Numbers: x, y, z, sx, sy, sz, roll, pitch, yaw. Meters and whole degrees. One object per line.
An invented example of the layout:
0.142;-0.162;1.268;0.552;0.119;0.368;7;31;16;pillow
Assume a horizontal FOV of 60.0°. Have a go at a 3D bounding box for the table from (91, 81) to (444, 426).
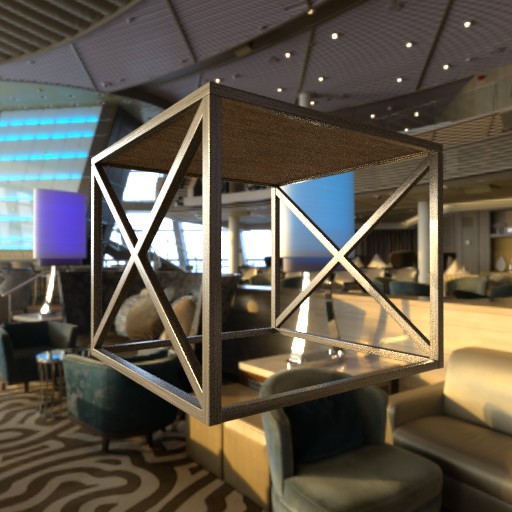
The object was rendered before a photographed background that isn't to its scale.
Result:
0.000;0.000;1.075;0.609;0.507;0.611;0;-1;-36;table
